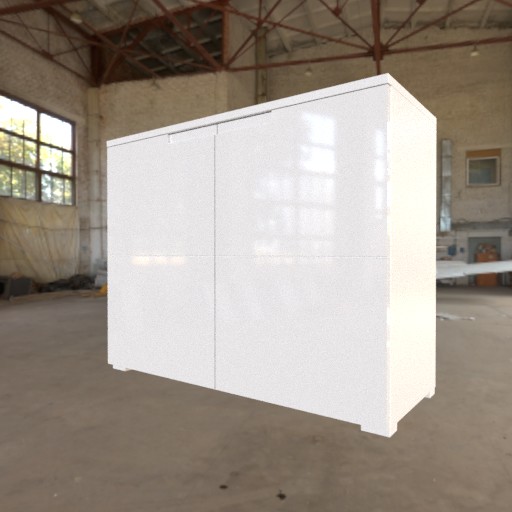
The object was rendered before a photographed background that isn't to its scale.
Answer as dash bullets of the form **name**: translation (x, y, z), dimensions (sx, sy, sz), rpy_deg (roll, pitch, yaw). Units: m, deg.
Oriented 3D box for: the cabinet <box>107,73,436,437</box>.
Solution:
- **cabinet**: translation (0.000, 0.000, 1.418), dimensions (1.000, 0.800, 0.400), rpy_deg (0, 1, 36)
